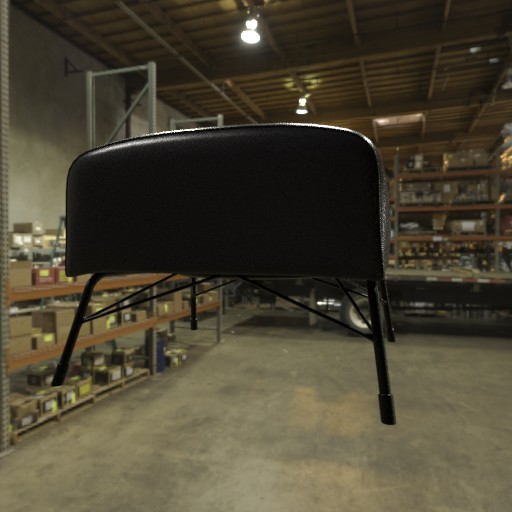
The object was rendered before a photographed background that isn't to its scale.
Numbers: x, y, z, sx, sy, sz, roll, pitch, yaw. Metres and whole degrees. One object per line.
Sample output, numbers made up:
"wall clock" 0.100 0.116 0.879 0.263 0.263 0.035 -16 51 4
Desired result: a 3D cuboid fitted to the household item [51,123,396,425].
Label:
"household item" 0.000 0.000 0.877 0.530 0.410 0.530 0 1 17
